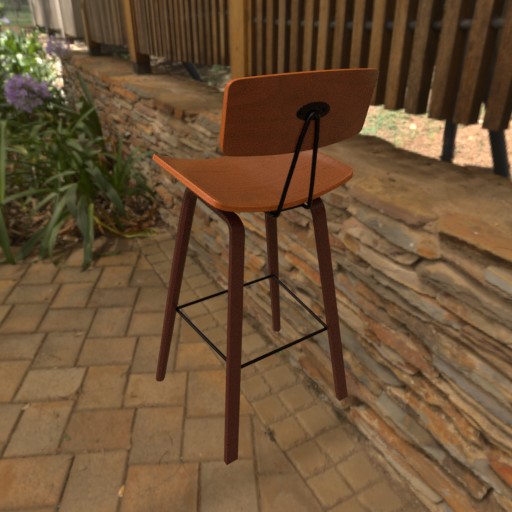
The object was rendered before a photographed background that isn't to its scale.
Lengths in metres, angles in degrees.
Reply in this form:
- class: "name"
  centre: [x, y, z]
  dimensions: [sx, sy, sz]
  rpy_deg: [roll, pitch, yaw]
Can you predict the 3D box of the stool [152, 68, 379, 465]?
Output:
- class: "stool"
  centre: [0.000, 0.000, 1.210]
  dimensions: [0.509, 0.969, 0.440]
  rpy_deg: [-17, 32, -29]
